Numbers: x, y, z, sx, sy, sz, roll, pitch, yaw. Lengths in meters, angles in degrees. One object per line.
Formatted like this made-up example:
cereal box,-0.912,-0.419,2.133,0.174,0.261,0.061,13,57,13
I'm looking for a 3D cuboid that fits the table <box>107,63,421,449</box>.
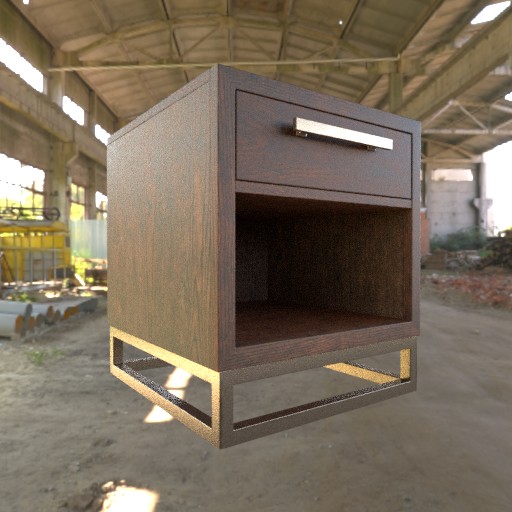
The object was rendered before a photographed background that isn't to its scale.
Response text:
table,0.000,0.000,1.018,0.506,0.582,0.566,0,1,-36
